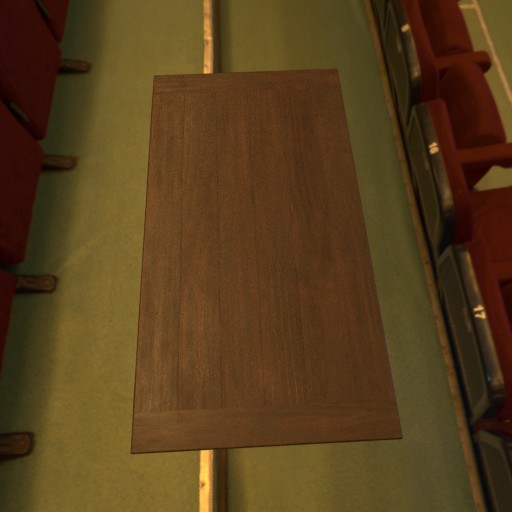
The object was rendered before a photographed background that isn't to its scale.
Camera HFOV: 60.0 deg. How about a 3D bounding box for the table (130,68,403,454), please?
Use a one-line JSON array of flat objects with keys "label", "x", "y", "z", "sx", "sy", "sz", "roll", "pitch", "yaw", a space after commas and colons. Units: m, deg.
[{"label": "table", "x": 0.000, "y": 0.000, "z": 1.587, "sx": 0.700, "sy": 0.494, "sz": 1.270, "roll": -3, "pitch": 65, "yaw": -1}]
